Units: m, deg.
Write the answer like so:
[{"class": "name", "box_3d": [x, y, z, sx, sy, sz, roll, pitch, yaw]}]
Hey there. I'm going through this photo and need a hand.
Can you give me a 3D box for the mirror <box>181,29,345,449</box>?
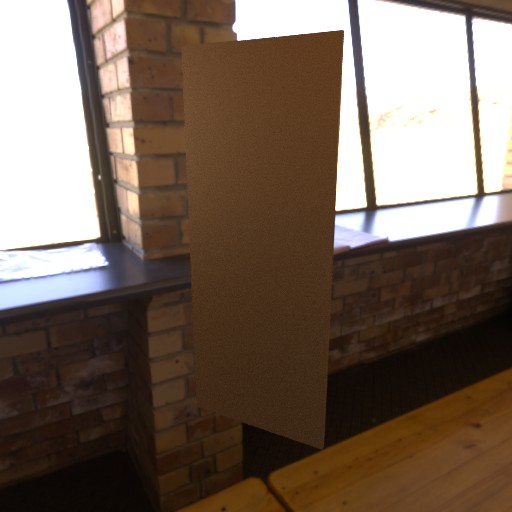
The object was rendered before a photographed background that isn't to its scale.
[{"class": "mirror", "box_3d": [0.000, 0.000, 2.274, 0.812, 2.031, 0.025, 8, 18, 27]}]
